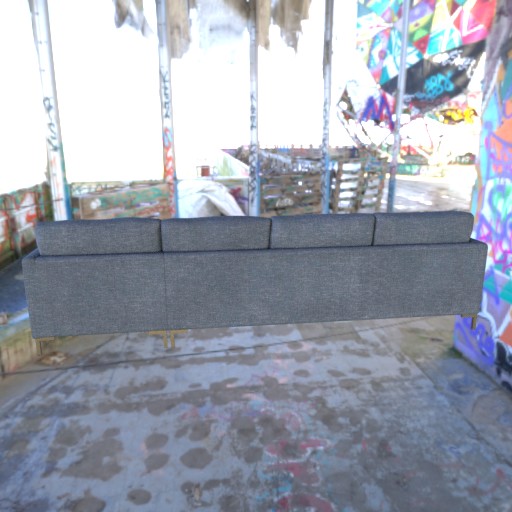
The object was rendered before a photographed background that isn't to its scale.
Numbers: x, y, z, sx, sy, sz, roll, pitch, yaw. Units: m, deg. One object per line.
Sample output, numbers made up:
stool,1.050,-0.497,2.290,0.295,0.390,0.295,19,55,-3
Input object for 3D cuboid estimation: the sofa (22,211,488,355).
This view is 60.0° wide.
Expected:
sofa,0.000,0.000,3.379,2.932,0.810,1.350,-2,15,-7
